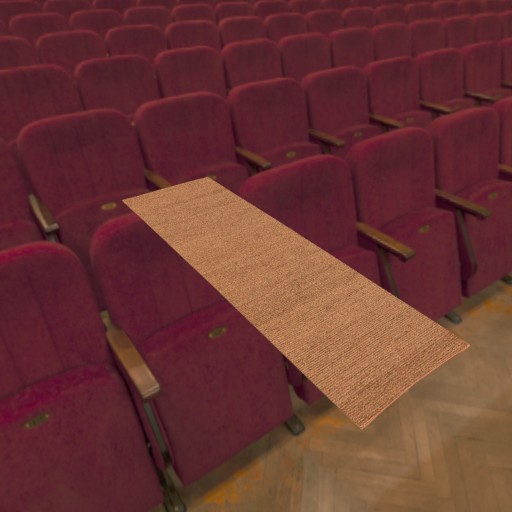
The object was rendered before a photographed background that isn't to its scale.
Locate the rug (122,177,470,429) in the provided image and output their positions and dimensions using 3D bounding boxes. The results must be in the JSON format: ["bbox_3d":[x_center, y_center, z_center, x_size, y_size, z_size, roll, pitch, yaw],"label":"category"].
[{"bbox_3d":[0.000,0.000,2.661,0.741,0.014,2.390,-22,39,-29],"label":"rug"}]
